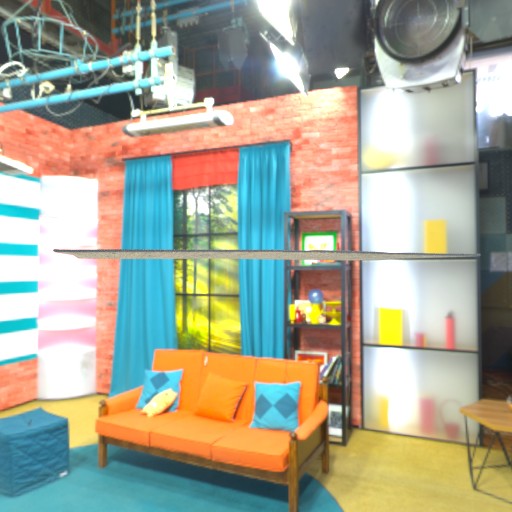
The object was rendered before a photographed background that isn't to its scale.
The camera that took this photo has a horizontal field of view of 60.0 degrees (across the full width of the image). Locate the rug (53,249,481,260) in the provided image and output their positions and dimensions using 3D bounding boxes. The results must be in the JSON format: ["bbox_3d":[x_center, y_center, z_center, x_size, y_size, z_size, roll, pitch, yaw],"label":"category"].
[{"bbox_3d":[0.000,0.000,2.356,1.853,0.022,1.174,1,-2,-17],"label":"rug"}]
